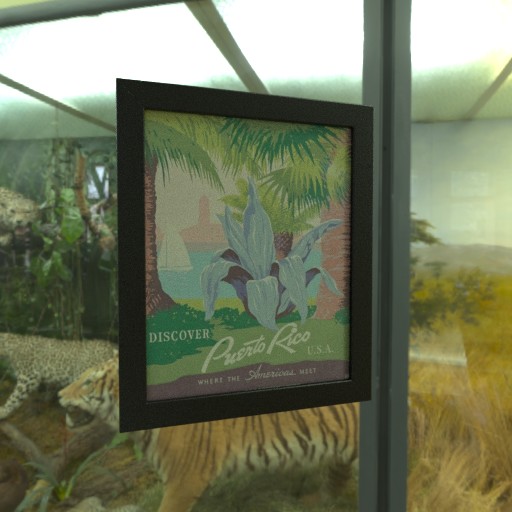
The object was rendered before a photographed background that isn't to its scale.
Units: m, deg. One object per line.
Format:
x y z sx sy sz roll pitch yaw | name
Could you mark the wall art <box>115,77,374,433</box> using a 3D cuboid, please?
0.000 0.000 0.806 0.481 0.582 0.018 -1 2 -18 | wall art
